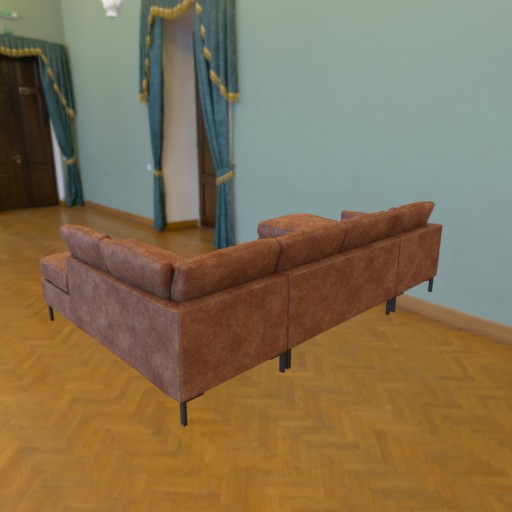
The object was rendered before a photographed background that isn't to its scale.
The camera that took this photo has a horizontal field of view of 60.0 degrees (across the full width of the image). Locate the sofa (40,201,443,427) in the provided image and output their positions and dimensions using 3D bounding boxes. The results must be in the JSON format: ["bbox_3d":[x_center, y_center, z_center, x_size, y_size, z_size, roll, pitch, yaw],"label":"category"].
[{"bbox_3d":[0.000,0.000,3.834,2.956,0.900,1.939,-15,22,-42],"label":"sofa"}]
